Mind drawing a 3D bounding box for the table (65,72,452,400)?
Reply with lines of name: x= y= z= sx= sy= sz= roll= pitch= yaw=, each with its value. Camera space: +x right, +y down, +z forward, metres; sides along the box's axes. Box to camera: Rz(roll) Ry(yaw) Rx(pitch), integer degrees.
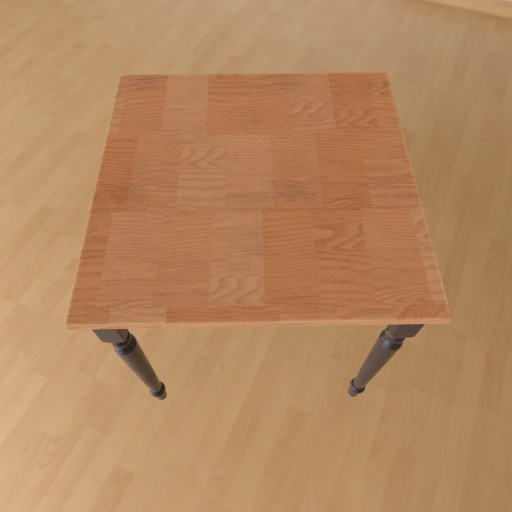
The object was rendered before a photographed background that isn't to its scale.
table: x=0.000 y=0.000 z=1.360 sx=0.747 sy=0.738 sz=0.747 roll=-1 pitch=59 yaw=-1
